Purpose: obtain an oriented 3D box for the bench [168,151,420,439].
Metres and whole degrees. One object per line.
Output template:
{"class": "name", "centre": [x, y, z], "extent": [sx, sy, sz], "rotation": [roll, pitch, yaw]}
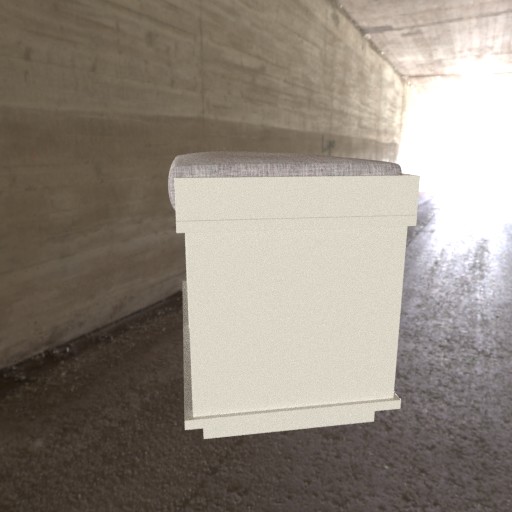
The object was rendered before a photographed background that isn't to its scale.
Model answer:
{"class": "bench", "centre": [0.000, 0.000, 1.012], "extent": [0.362, 0.461, 0.734], "rotation": [-2, 14, -9]}
